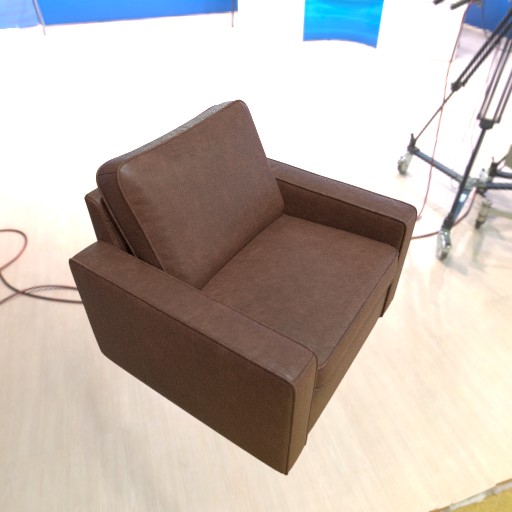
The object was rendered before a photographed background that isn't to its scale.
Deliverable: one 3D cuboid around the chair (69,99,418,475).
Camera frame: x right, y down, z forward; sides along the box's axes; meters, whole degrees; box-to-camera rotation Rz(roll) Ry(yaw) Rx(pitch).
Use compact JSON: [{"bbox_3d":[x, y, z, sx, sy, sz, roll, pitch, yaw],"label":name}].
[{"bbox_3d":[0.000,0.000,1.722,0.940,0.919,1.017,24,46,25],"label":"chair"}]
